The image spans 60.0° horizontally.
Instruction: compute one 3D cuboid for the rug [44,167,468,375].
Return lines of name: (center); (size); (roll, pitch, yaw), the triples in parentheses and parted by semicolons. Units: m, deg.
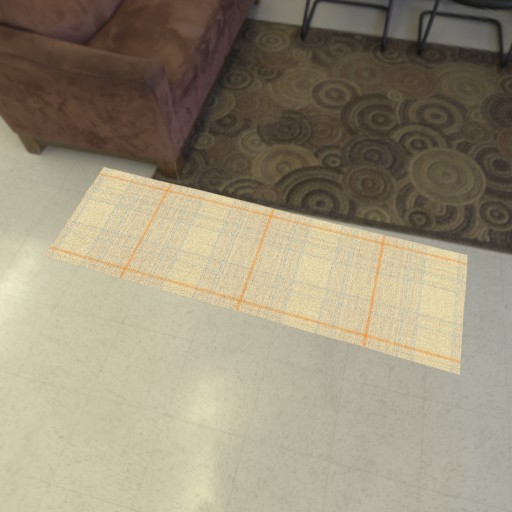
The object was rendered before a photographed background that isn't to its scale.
rug: (0.000, 0.000, 2.676); (2.442, 0.016, 0.770); (15, 59, 9)
